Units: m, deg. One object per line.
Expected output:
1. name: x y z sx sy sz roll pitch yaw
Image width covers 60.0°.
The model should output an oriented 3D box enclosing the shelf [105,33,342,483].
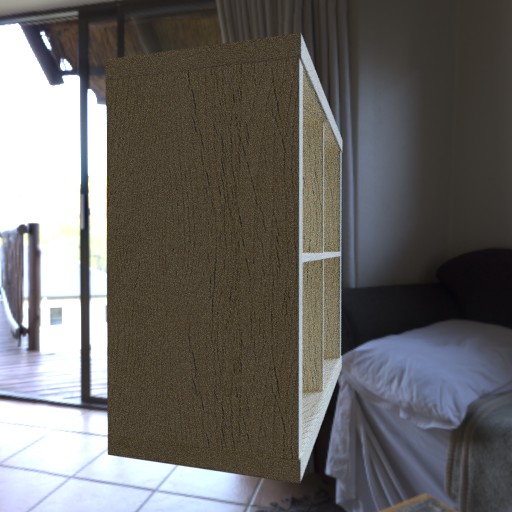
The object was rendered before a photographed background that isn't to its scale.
1. shelf: 0.000 0.000 1.206 0.390 0.786 0.790 0 1 16
